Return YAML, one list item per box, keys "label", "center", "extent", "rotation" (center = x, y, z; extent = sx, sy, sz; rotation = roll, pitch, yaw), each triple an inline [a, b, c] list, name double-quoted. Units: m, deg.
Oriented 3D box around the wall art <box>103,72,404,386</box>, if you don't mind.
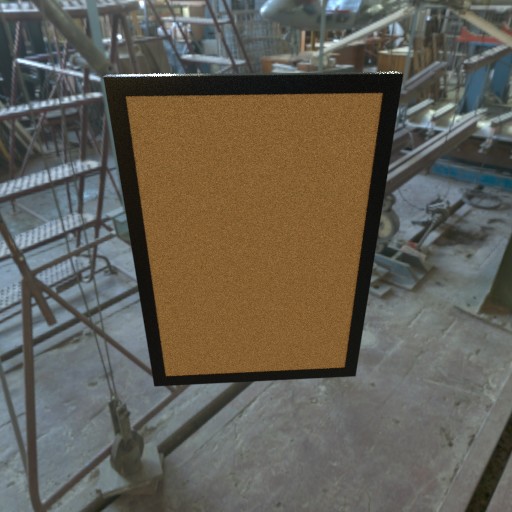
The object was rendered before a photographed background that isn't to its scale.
- label: "wall art"
  center: [0.000, 0.000, 0.855]
  extent: [0.462, 0.656, 0.019]
  rotation: [-2, 31, -3]
